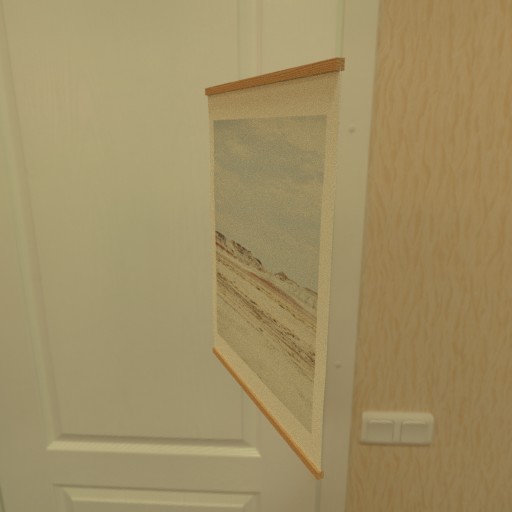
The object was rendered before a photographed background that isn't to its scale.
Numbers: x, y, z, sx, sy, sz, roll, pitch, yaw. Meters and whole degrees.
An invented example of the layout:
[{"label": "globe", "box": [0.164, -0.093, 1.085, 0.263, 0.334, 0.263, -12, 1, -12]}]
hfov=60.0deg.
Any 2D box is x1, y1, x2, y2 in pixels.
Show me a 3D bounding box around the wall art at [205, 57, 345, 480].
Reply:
[{"label": "wall art", "box": [0.000, 0.000, 0.805, 0.011, 0.605, 0.458, -8, 18, -25]}]
